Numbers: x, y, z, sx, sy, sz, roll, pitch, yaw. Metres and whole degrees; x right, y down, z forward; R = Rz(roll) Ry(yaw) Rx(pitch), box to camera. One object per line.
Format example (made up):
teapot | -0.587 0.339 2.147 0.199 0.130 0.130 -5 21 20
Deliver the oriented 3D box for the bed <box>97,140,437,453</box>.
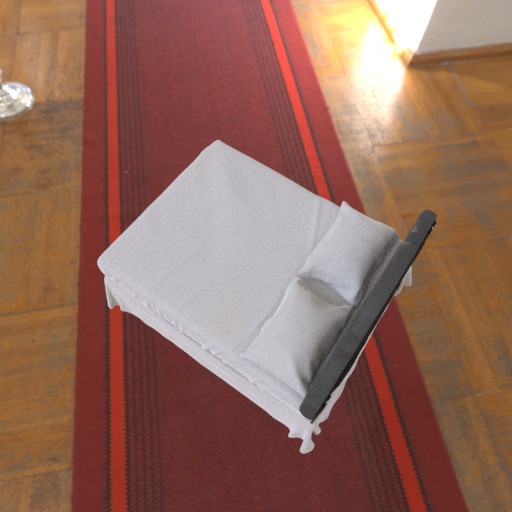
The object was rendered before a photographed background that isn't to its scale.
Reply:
bed | 0.000 0.000 3.394 2.222 1.634 1.780 32 66 16
